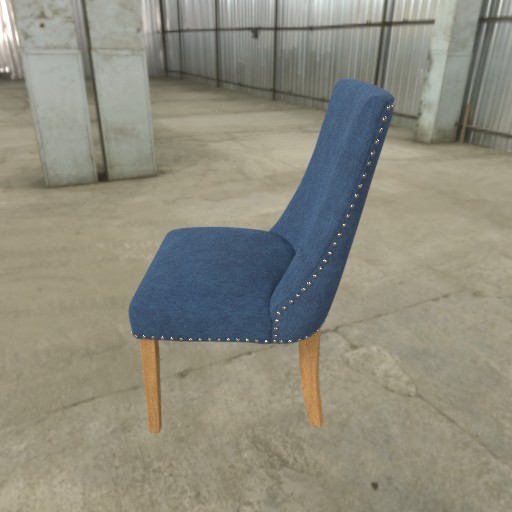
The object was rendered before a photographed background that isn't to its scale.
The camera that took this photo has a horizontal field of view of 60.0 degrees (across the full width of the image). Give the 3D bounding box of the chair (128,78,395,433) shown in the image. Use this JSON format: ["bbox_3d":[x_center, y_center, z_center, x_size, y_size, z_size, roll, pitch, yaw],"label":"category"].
[{"bbox_3d":[0.000,0.000,1.241,0.610,0.902,0.495,1,26,1],"label":"chair"}]
